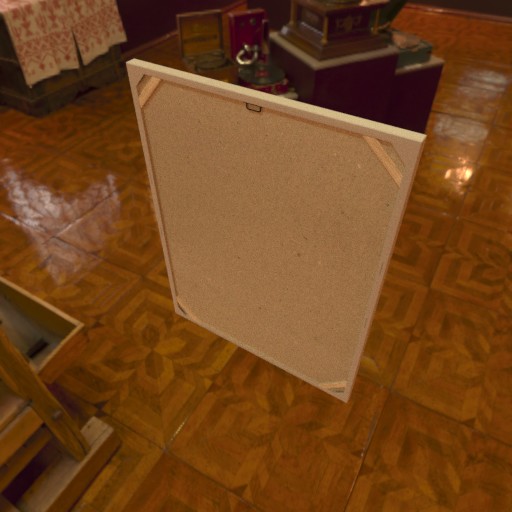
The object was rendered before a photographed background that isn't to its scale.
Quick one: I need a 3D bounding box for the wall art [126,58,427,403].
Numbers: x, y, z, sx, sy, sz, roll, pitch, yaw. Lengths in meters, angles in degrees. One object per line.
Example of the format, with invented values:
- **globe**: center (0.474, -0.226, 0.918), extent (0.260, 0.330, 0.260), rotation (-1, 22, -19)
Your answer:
- **wall art**: center (0.000, 0.000, 1.613), extent (0.914, 1.212, 0.038), rotation (23, 48, 22)
